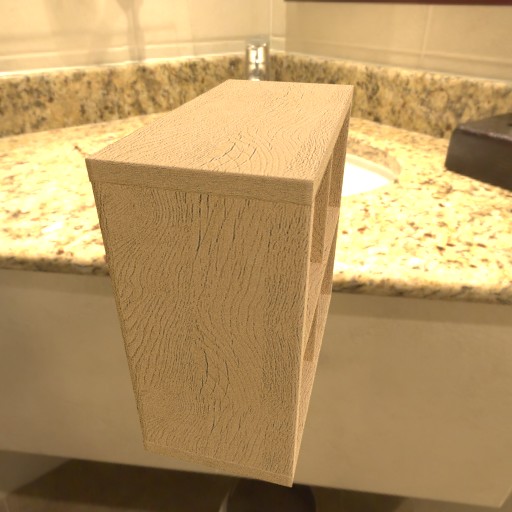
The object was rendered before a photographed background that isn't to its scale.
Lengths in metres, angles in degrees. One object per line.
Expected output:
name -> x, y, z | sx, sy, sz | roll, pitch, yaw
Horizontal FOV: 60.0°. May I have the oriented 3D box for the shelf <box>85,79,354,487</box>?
shelf -> 0.000, 0.000, 1.238 | 0.390, 0.786, 0.790 | 8, 32, 13
